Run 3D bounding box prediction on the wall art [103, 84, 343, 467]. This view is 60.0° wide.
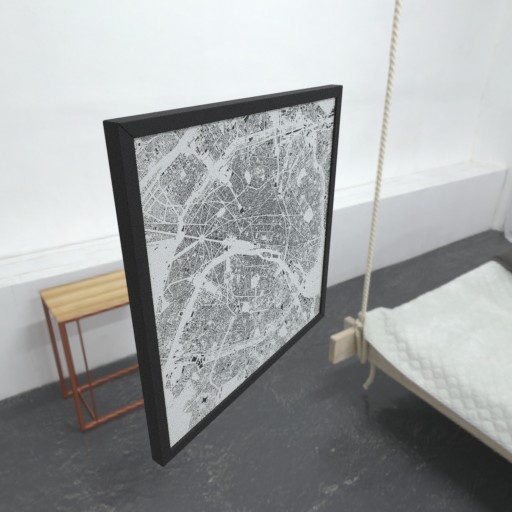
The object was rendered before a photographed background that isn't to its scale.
[{"bbox_3d":[0.000,0.000,1.127,0.037,0.763,0.763,18,31,32],"label":"wall art"}]
